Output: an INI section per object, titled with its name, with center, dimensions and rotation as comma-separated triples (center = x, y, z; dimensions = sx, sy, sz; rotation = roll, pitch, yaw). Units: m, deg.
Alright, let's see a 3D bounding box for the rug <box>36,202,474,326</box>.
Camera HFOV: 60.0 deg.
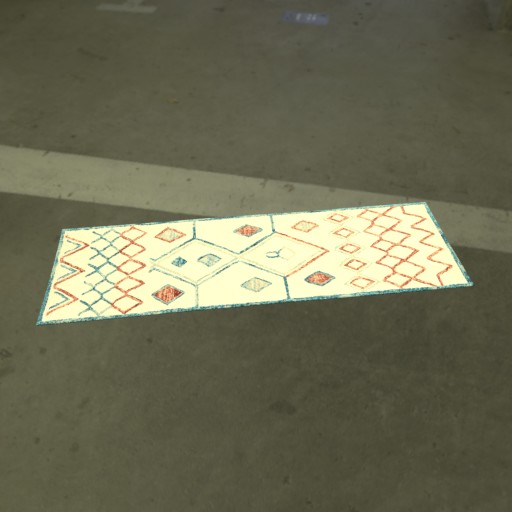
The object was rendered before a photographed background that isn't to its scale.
[rug]
center = 0.000, 0.000, 2.704
dimensions = 2.435, 0.011, 0.750
rotation = -5, 47, -4
